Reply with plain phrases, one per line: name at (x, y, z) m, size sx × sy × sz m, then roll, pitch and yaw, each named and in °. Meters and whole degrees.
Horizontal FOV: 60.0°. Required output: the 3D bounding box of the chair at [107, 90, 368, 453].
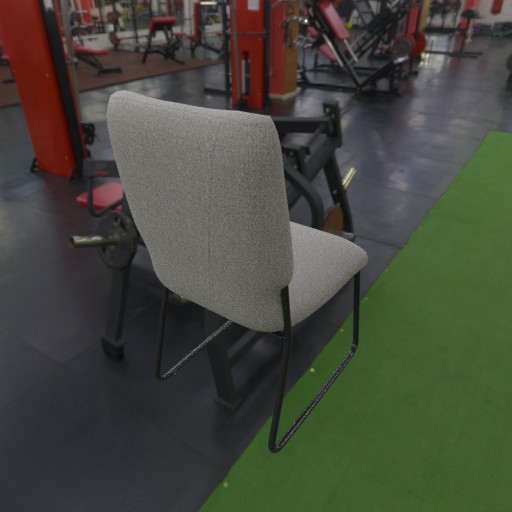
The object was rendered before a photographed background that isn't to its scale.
chair at (0.000, 0.000, 1.168) m, size 0.448 × 0.864 × 0.560 m, roll 21°, pitch 37°, yaw 30°
